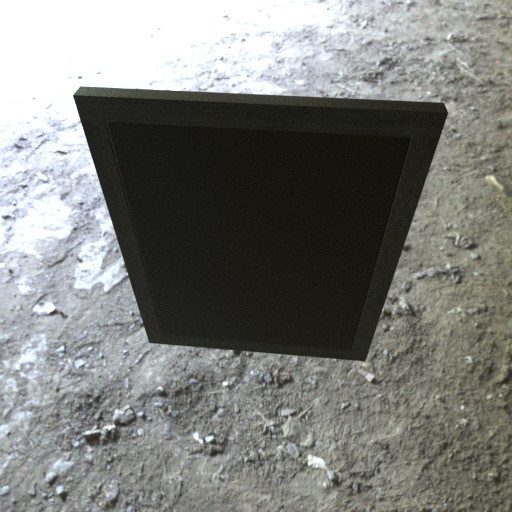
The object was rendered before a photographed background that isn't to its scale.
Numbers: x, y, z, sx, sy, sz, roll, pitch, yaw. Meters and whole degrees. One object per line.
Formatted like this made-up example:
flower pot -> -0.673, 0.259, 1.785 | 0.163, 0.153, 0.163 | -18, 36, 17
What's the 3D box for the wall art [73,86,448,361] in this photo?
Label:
wall art -> 0.000, 0.000, 0.779 | 0.479, 0.580, 0.027 | 4, 46, 4
